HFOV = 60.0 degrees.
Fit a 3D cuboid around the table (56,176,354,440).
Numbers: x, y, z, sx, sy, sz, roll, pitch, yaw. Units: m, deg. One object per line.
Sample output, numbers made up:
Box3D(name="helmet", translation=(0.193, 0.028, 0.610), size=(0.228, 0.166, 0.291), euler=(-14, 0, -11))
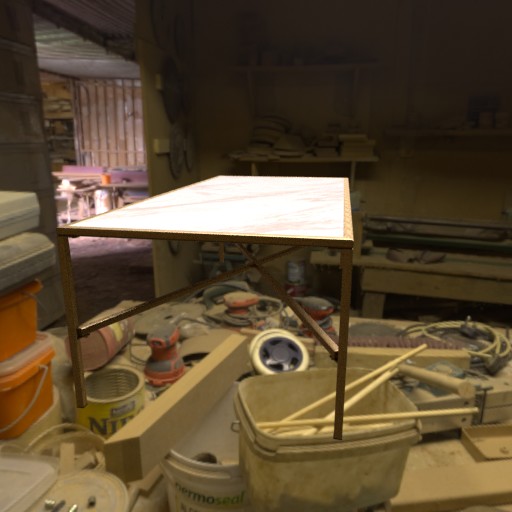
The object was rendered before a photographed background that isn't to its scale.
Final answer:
Box3D(name="table", translation=(0.000, 0.000, 1.440), size=(0.577, 0.405, 1.197), euler=(3, 15, 11))
